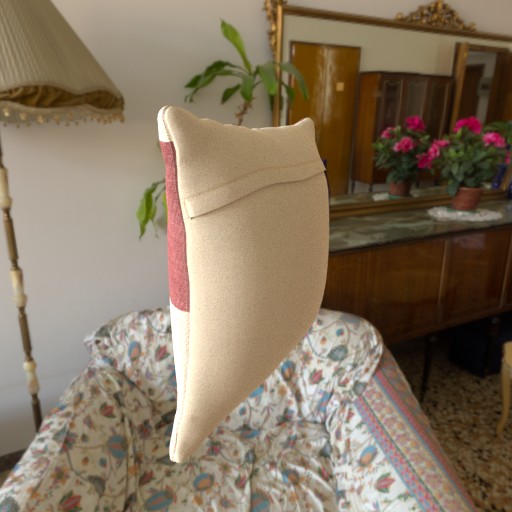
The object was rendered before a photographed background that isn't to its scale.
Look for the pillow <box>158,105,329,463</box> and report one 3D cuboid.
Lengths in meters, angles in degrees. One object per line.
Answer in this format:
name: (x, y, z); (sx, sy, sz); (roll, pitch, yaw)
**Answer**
pillow: (0.000, 0.000, 0.812); (0.229, 0.506, 0.536); (8, 19, 25)
